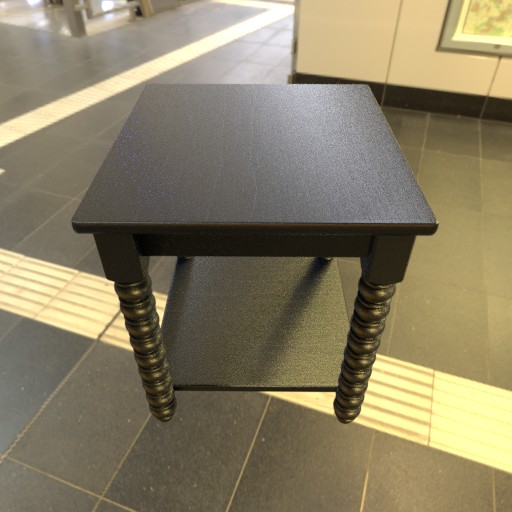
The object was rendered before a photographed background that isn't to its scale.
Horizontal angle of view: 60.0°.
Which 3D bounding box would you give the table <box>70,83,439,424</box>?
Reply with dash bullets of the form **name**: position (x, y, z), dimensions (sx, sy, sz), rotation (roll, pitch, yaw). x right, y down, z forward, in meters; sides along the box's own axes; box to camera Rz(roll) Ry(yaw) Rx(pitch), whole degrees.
- **table**: position (0.000, 0.000, 0.979), dimensions (0.500, 0.567, 0.533), rotation (0, 41, 0)
